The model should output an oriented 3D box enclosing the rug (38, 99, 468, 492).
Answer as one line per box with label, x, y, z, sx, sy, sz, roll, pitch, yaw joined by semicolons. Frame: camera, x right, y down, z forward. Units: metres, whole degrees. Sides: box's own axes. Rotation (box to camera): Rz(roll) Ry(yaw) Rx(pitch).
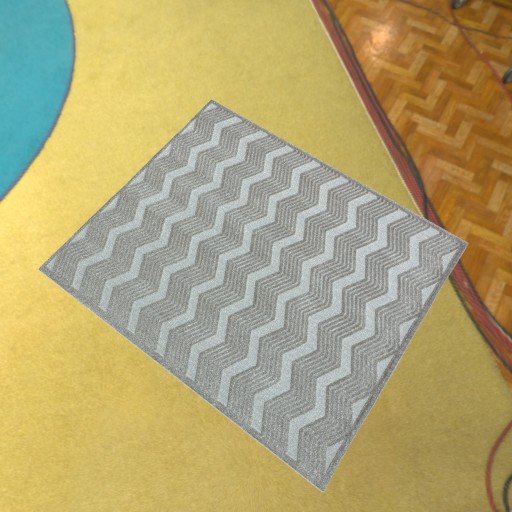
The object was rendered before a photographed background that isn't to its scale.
rug;0.000;0.000;3.839;2.880;0.005;2.391;33;69;15
